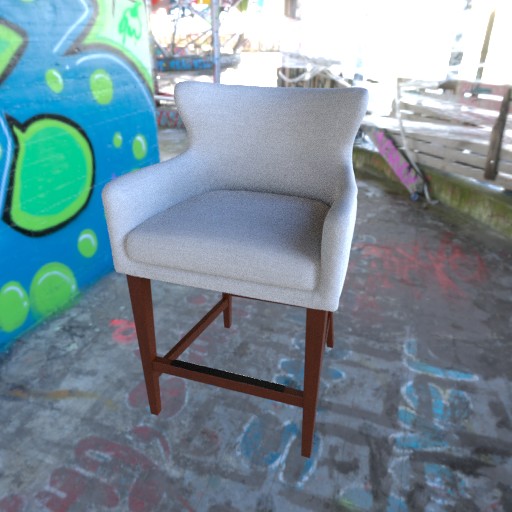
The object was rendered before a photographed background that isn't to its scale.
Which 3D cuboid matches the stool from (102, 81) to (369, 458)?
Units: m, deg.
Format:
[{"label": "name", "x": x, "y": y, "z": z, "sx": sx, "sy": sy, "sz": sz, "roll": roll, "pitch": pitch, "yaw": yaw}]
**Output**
[{"label": "stool", "x": 0.000, "y": 0.000, "z": 1.394, "sx": 0.615, "sy": 0.987, "sz": 0.637, "roll": 9, "pitch": 29, "yaw": 16}]
